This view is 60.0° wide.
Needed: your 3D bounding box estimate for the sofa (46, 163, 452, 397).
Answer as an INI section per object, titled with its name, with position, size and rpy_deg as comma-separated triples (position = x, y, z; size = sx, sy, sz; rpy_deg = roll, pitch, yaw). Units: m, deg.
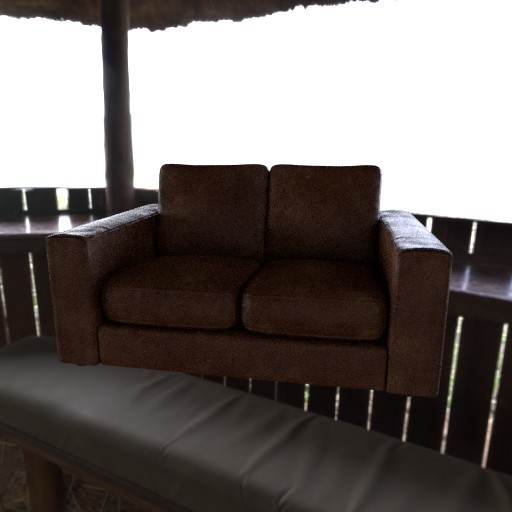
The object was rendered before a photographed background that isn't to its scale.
[sofa]
position = 0.000, 0.000, 2.238
size = 1.626, 0.889, 1.041
rpy_deg = 3, 14, 10
